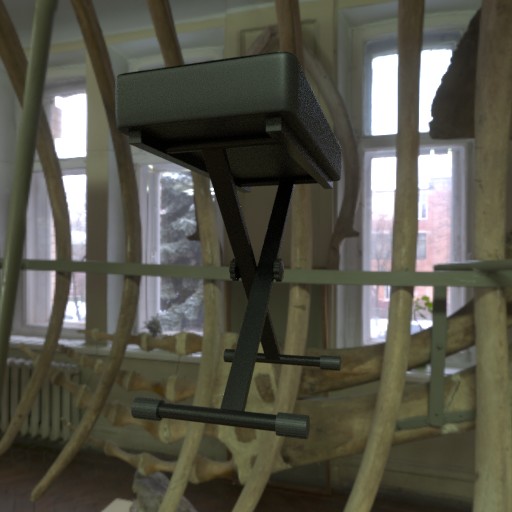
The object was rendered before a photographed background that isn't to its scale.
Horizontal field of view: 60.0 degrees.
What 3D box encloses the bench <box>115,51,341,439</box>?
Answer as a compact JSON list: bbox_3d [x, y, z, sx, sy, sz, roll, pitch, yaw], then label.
[{"bbox_3d":[0.000,0.000,0.930,0.300,0.561,0.600,0,0,17],"label":"bench"}]
